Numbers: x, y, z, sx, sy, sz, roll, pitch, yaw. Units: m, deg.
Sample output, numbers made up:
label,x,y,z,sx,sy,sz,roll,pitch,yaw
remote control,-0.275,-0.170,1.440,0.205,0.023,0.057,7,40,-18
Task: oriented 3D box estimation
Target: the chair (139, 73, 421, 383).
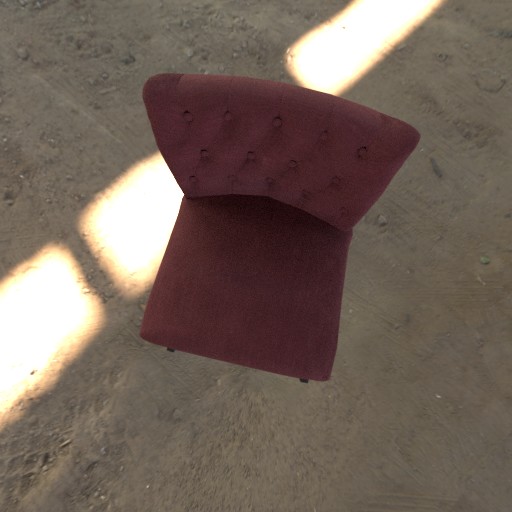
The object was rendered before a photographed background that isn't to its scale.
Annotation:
label,x,y,z,sx,sy,sz,roll,pitch,yaw
chair,0.000,0.000,1.207,0.582,0.750,0.605,12,76,3
